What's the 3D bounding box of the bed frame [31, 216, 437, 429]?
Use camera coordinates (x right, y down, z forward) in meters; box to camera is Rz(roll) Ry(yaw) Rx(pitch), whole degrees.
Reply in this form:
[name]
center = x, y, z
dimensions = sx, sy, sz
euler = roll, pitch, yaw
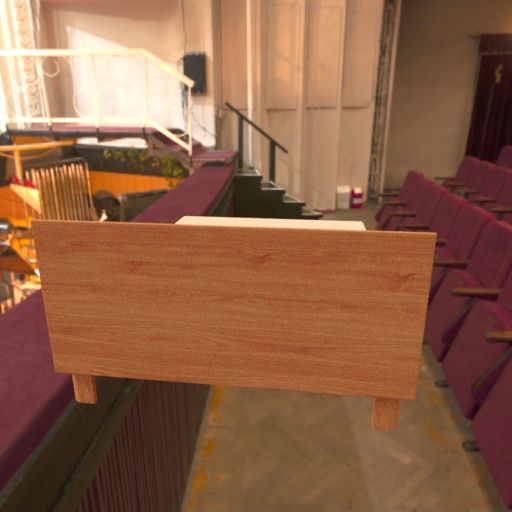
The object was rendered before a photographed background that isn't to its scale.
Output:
[bed frame]
center = 0.000, 0.000, 2.911
dimensions = 1.660, 0.940, 2.092
euler = 2, 19, 7
